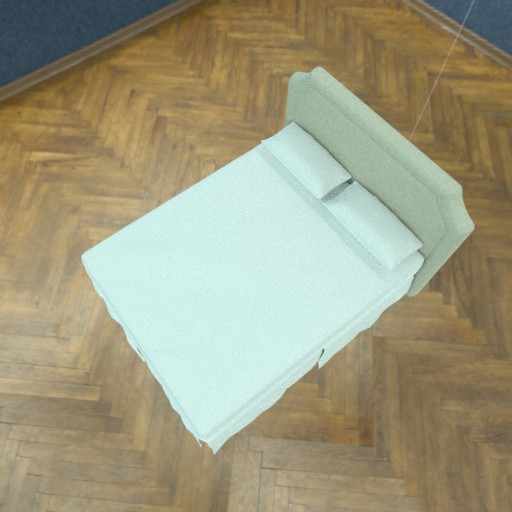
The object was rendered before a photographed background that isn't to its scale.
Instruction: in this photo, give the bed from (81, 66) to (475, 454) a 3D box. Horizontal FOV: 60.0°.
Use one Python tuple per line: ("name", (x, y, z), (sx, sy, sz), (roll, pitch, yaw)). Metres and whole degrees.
("bed", (0.000, 0.000, 3.104), (2.116, 1.290, 1.693), (-35, 69, -16))
